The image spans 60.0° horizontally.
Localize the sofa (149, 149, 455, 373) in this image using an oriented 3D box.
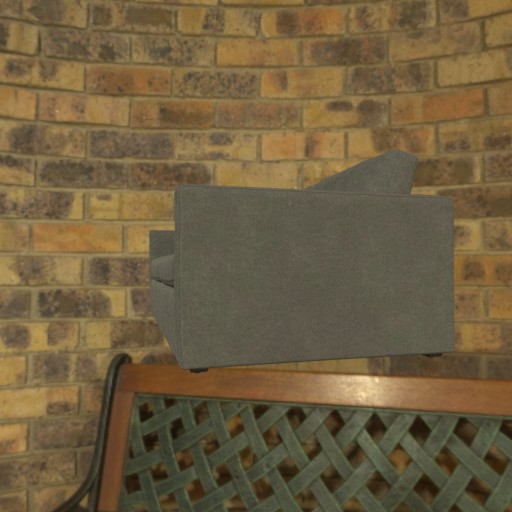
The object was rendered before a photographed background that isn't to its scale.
[{"bbox_3d":[0.000,0.000,2.494,1.091,0.845,1.909,0,-2,-16],"label":"sofa"}]
